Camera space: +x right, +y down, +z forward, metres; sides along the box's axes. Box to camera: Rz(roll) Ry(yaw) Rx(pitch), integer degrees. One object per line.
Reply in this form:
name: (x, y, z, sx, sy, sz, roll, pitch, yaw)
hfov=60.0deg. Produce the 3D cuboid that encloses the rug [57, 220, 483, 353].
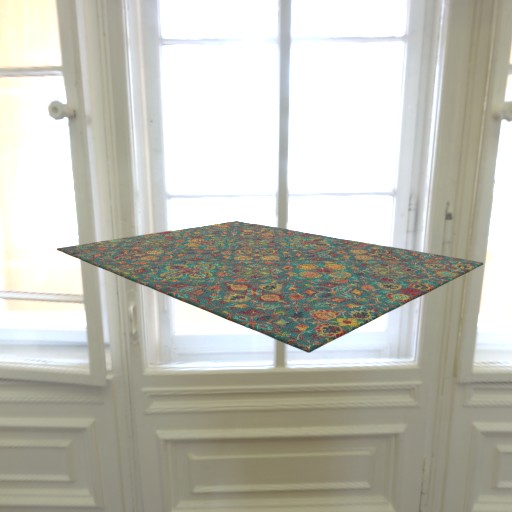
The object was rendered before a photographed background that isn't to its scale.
rug: (0.000, 0.000, 4.143, 2.434, 0.025, 3.204, -13, 19, -43)
